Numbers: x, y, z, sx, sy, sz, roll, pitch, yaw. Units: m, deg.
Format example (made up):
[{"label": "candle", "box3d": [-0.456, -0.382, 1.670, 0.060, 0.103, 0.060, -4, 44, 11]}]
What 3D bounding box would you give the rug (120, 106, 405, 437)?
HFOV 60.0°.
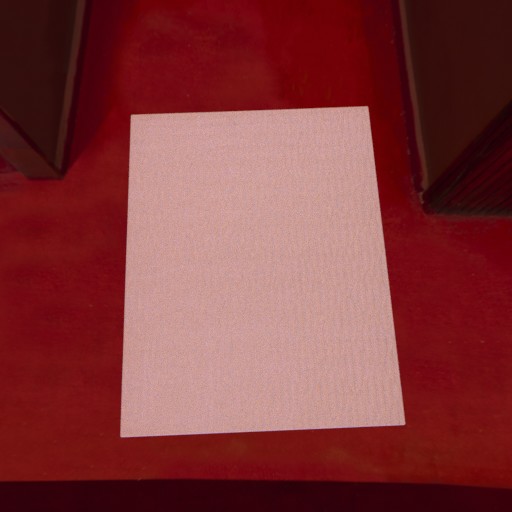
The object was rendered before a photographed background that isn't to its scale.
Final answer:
[{"label": "rug", "box3d": [0.000, 0.000, 4.124, 2.410, 0.021, 3.055, -2, 76, -1]}]
